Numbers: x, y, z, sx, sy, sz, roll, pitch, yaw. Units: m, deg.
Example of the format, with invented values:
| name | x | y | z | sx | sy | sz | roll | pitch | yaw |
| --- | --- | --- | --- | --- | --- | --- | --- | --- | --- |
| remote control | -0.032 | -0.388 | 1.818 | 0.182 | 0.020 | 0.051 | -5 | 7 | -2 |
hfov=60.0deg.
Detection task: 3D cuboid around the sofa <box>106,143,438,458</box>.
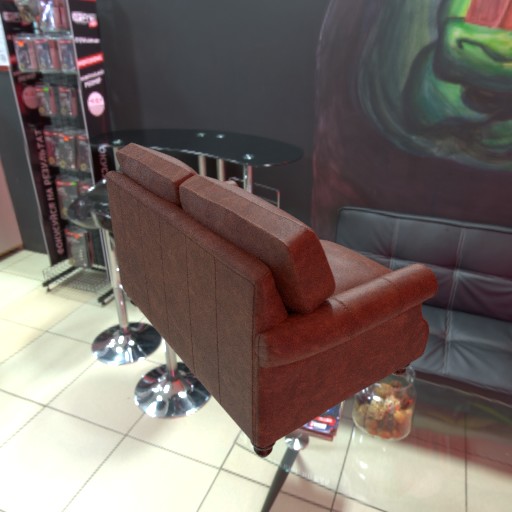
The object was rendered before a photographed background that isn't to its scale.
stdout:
| name | x | y | z | sx | sy | sz | roll | pitch | yaw |
| --- | --- | --- | --- | --- | --- | --- | --- | --- | --- |
| sofa | 0.000 | 0.000 | 2.231 | 0.990 | 0.967 | 1.616 | -17 | 31 | -31 |
